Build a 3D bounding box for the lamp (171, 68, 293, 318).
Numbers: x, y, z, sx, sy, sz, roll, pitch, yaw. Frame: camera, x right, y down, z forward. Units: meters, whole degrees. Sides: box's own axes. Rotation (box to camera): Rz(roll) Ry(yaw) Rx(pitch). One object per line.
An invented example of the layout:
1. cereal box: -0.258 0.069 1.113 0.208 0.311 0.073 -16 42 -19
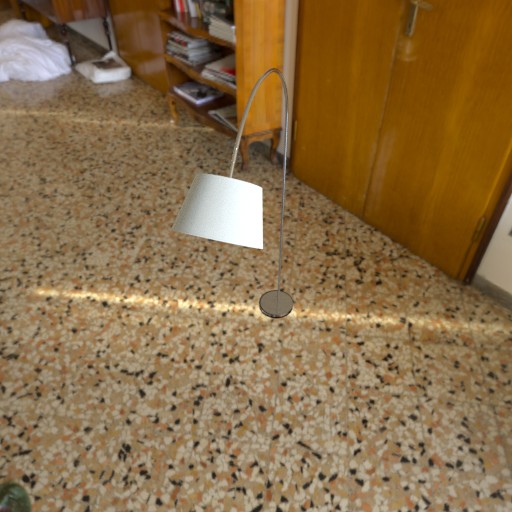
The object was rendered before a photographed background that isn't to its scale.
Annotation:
1. lamp: 0.000 0.000 2.713 0.406 2.098 1.445 11 43 13
